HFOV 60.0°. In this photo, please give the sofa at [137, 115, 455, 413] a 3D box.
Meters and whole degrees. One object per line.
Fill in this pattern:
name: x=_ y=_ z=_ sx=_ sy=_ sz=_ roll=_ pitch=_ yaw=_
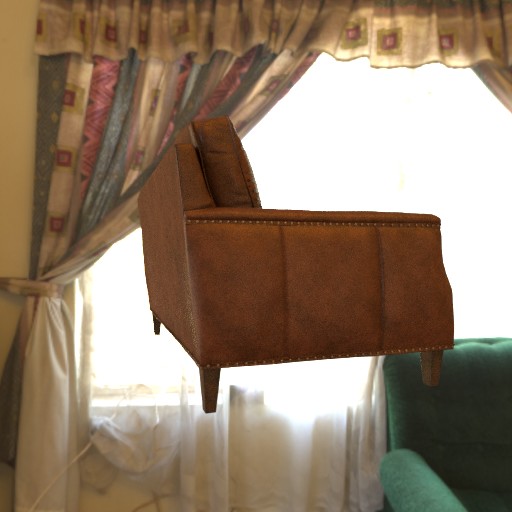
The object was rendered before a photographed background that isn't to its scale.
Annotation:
sofa: x=0.000 y=0.000 z=2.252 sx=1.083 sy=1.003 sz=1.628 roll=0 pitch=0 yaw=-19
